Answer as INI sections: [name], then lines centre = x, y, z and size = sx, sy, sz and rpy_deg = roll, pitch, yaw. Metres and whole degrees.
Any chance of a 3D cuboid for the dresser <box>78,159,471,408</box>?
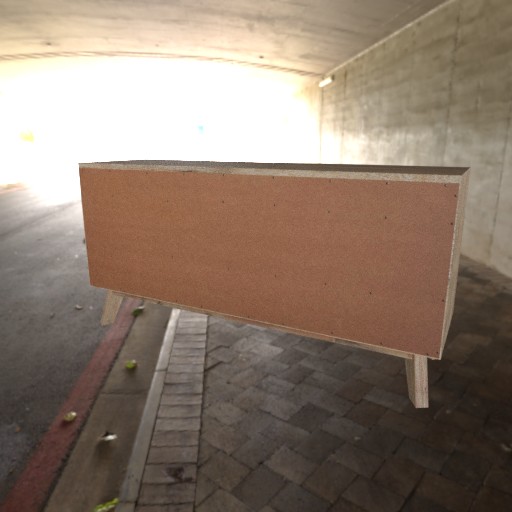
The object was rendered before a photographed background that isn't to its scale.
[dresser]
centre = 0.000, 0.000, 1.951
size = 1.602, 0.788, 0.455
rpy_deg = 8, 17, 27
